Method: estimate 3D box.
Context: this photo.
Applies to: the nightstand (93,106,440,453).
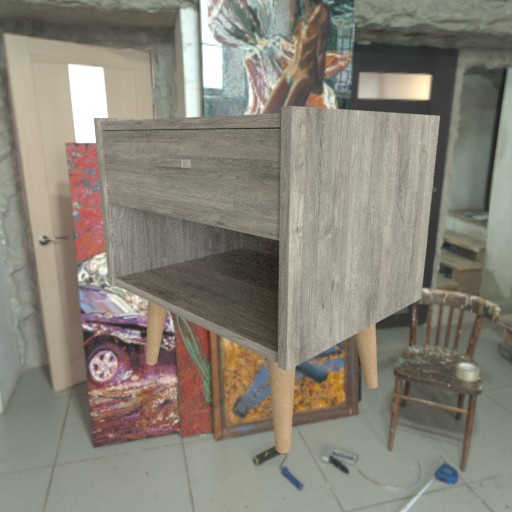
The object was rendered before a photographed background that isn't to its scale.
[{"bbox_3d":[0.000,0.000,0.834,0.380,0.500,0.480,-15,21,-43],"label":"nightstand"}]
